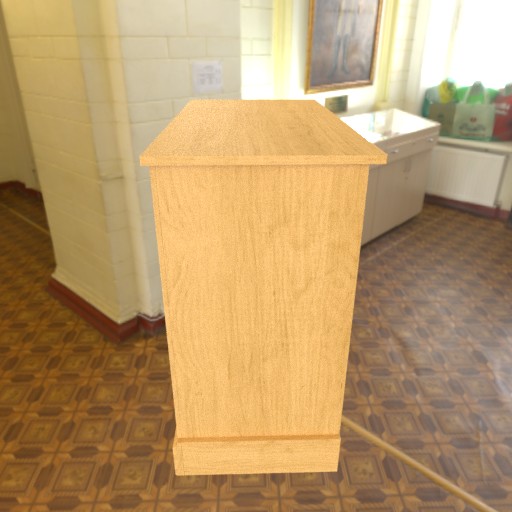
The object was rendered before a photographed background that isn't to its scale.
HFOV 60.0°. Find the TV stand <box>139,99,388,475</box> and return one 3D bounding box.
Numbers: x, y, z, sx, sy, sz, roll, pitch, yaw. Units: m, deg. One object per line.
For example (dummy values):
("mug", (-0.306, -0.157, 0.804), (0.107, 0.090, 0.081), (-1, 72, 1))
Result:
("TV stand", (0.000, 0.000, 1.311), (0.430, 0.787, 0.851), (-1, 26, -1))
